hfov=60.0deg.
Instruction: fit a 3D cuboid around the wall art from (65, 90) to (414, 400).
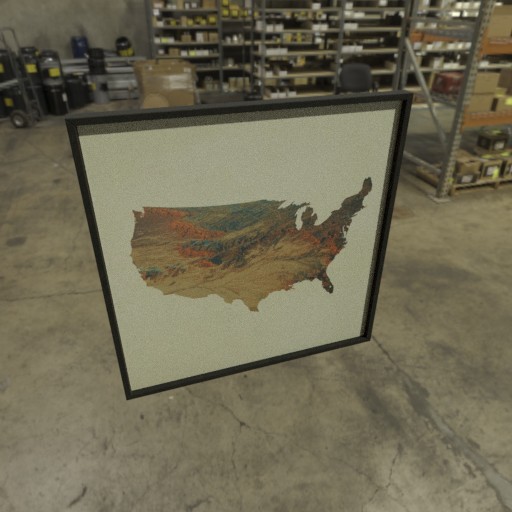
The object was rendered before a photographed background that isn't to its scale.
[{"bbox_3d":[0.000,0.000,1.139,0.762,0.762,0.038,-10,32,-16],"label":"wall art"}]
